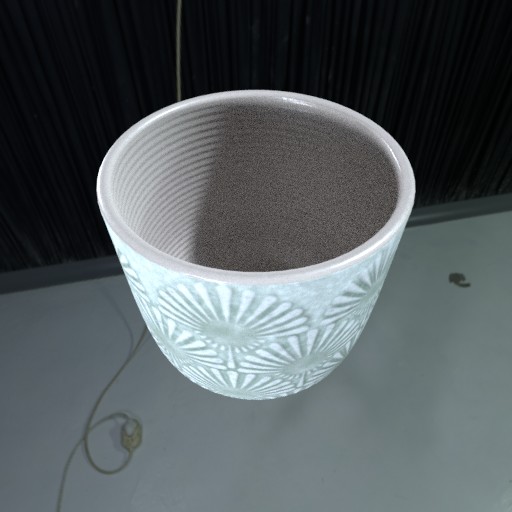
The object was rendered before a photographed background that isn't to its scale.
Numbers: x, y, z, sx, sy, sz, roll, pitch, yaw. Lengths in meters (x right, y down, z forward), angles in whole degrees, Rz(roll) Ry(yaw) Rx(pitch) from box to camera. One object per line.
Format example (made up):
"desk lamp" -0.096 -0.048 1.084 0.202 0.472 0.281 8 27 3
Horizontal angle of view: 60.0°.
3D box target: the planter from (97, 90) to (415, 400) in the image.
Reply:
"planter" 0.000 0.000 0.216 0.124 0.109 0.124 0 47 0
